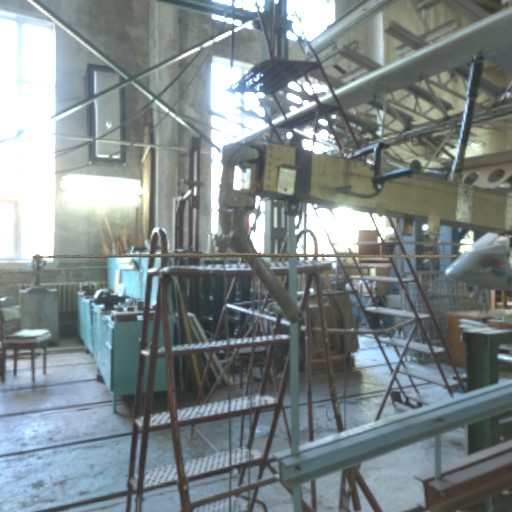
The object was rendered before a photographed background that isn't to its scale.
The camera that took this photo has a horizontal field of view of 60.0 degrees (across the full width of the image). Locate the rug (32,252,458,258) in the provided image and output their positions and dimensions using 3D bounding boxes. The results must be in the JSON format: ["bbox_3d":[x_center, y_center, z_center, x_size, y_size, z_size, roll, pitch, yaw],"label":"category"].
[{"bbox_3d":[0.000,0.000,2.281,1.792,0.021,1.154,0,0,19],"label":"rug"}]
